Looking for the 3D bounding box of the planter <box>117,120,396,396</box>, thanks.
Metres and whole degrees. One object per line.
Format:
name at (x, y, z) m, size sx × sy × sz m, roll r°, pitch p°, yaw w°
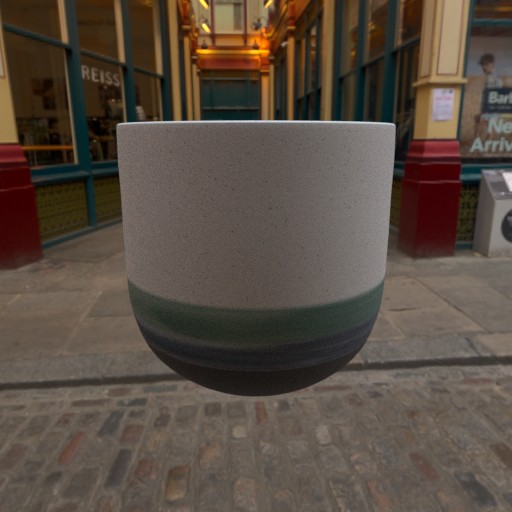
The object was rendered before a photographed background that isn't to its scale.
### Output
planter at (0.000, 0.000, 0.476) m, size 0.268 × 0.270 × 0.268 m, roll 0°, pitch 15°, yaw 0°
